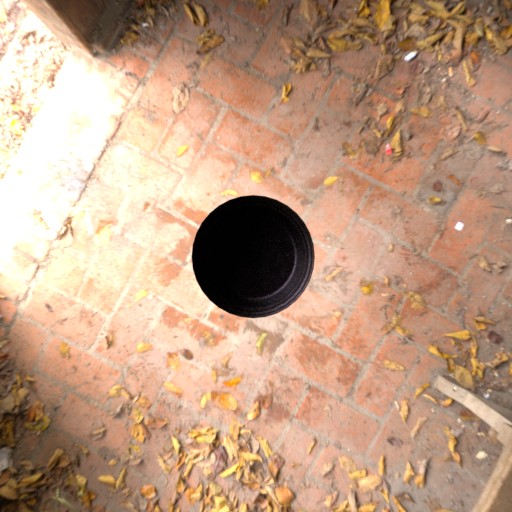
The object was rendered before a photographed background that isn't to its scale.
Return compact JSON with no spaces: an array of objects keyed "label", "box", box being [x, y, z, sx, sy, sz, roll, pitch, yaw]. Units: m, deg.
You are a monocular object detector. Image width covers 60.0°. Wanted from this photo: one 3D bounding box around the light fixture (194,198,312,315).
[{"label":"light fixture","box":[0.000,0.000,0.873,0.182,0.768,0.182,0,90,0]}]
